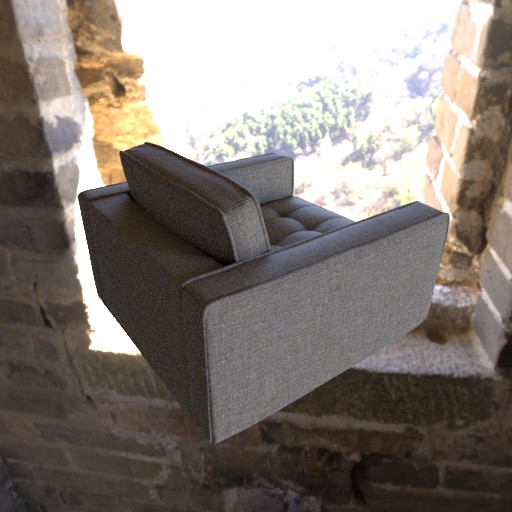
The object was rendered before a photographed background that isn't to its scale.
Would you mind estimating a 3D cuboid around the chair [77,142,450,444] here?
[{"bbox_3d":[0.000,0.000,1.549,0.914,0.765,0.889,-19,34,-31],"label":"chair"}]
